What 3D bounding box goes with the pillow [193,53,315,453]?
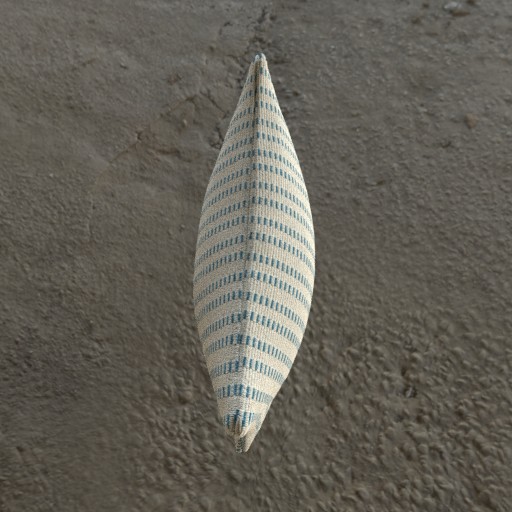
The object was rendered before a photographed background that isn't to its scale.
[{"bbox_3d":[0.000,0.000,0.800,0.210,0.353,0.640,2,64,1],"label":"pillow"}]
